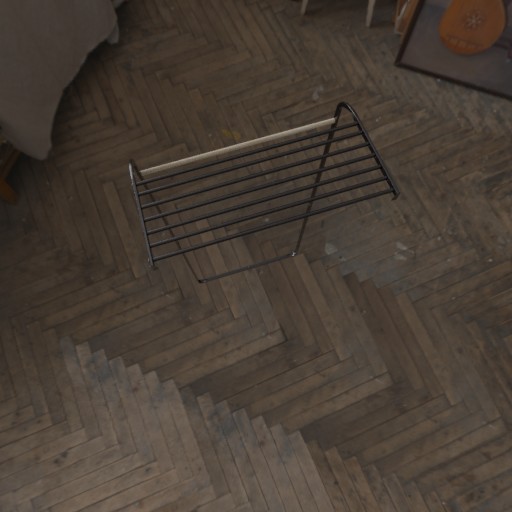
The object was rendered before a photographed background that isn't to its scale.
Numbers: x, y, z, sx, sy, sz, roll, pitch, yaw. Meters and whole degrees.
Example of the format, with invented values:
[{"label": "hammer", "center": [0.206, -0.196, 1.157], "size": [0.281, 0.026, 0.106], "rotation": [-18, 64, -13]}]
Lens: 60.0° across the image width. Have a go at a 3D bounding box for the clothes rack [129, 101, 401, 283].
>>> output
[{"label": "clothes rack", "center": [0.000, 0.000, 1.817], "size": [0.609, 1.574, 0.349], "rotation": [-17, 74, -5]}]
